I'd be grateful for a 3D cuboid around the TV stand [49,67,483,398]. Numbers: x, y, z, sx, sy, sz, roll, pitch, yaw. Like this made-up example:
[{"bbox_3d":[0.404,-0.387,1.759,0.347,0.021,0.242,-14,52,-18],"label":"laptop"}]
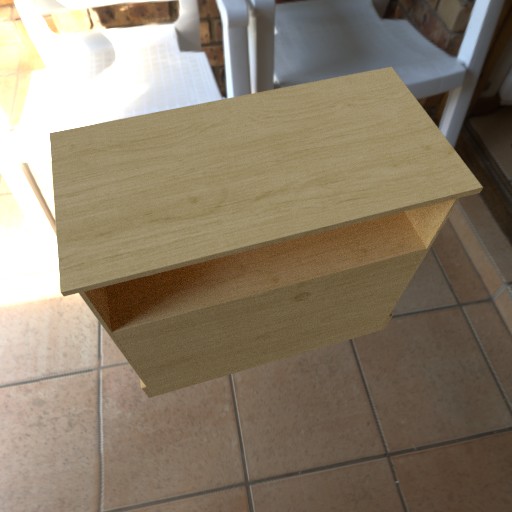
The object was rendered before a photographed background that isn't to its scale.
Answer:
[{"bbox_3d":[0.000,0.000,1.291,0.851,0.787,0.430,-14,59,-9],"label":"TV stand"}]
